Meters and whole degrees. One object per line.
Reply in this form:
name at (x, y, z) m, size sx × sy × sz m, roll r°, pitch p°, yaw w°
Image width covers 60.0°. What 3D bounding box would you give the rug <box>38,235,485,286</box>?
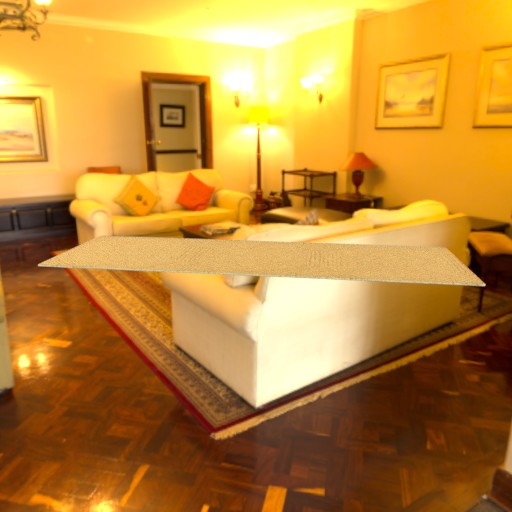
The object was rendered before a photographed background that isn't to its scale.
rug at (0.000, 0.000, 2.768) m, size 2.452 × 0.012 × 0.775 m, roll 2°, pitch 16°, yaw 8°
